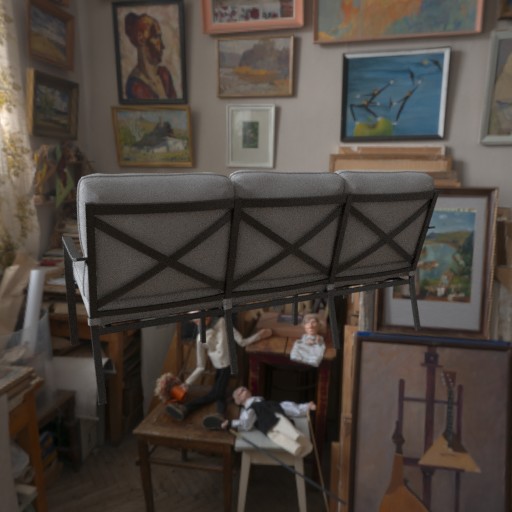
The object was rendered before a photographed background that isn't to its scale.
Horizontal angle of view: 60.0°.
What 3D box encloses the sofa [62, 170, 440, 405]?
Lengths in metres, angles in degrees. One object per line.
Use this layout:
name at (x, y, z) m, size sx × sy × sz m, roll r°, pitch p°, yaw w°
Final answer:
sofa at (0.000, 0.000, 2.232) m, size 1.740 × 0.860 × 0.787 m, roll -6°, pitch 13°, yaw -27°
